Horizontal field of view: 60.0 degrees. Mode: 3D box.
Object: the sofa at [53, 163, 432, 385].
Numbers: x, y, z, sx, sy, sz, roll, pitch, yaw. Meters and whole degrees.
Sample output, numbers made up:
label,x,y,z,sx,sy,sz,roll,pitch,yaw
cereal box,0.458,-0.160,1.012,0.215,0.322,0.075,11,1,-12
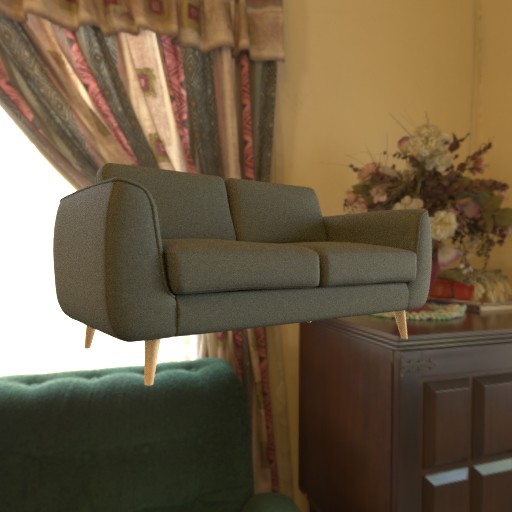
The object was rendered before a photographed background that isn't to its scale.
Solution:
label,x,y,z,sx,sy,sz,roll,pitch,yaw
sofa,0.000,0.000,2.147,1.700,0.850,0.920,0,0,-36
